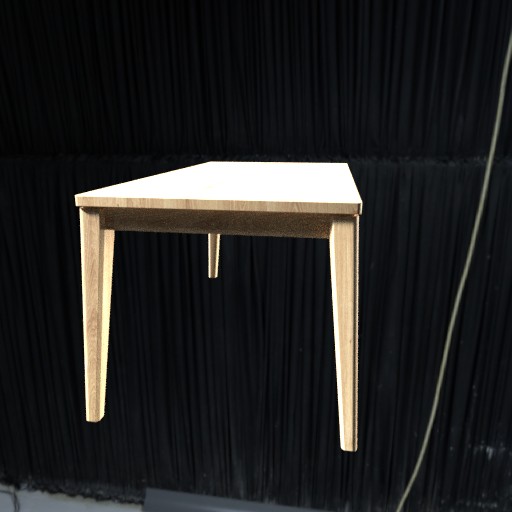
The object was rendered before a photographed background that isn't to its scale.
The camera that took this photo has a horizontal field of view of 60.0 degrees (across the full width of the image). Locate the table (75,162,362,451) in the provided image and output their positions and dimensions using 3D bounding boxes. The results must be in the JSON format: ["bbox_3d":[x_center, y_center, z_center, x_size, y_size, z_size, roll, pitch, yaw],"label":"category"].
[{"bbox_3d":[0.000,0.000,2.084,0.900,0.760,1.600,3,16,9],"label":"table"}]
